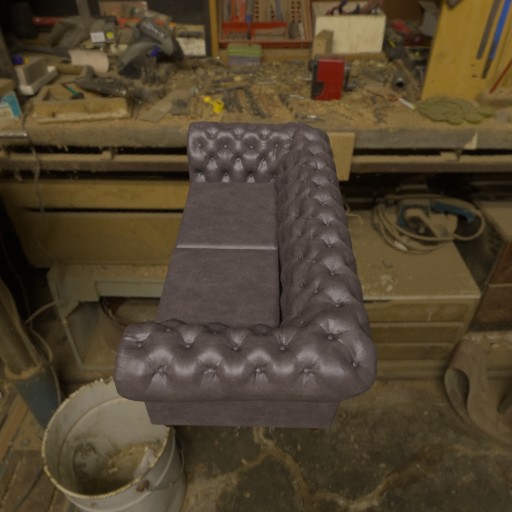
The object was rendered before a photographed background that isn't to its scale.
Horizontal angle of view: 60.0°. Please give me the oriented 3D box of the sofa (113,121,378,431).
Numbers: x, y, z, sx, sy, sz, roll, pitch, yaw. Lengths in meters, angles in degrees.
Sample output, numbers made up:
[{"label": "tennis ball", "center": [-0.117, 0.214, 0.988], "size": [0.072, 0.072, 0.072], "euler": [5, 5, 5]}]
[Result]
[{"label": "sofa", "center": [0.000, 0.000, 2.459], "size": [0.944, 0.779, 2.048], "euler": [1, 41, 1]}]
